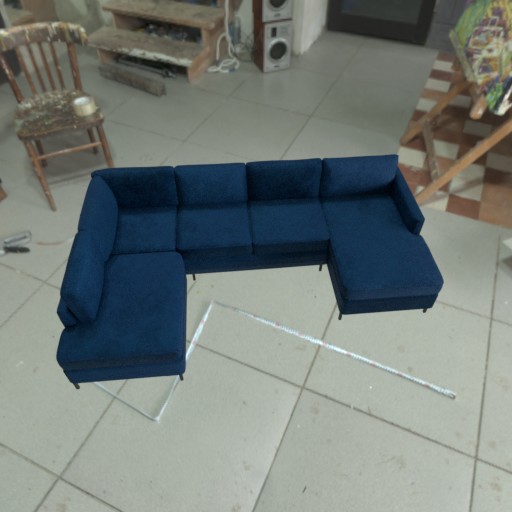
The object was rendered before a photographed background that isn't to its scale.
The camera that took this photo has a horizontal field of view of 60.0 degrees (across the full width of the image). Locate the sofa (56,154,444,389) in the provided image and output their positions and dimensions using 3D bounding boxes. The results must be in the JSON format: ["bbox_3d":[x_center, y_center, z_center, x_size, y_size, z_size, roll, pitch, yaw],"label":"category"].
[{"bbox_3d":[0.000,0.000,4.344,3.434,0.992,2.055,-4,48,-4],"label":"sofa"}]
